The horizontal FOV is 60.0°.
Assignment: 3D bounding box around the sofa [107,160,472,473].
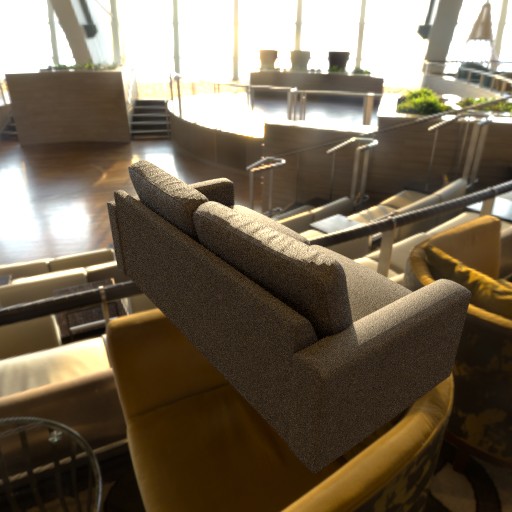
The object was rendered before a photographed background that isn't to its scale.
[{"bbox_3d":[0.000,0.000,2.662,1.016,0.873,2.179,-19,33,-32],"label":"sofa"}]
